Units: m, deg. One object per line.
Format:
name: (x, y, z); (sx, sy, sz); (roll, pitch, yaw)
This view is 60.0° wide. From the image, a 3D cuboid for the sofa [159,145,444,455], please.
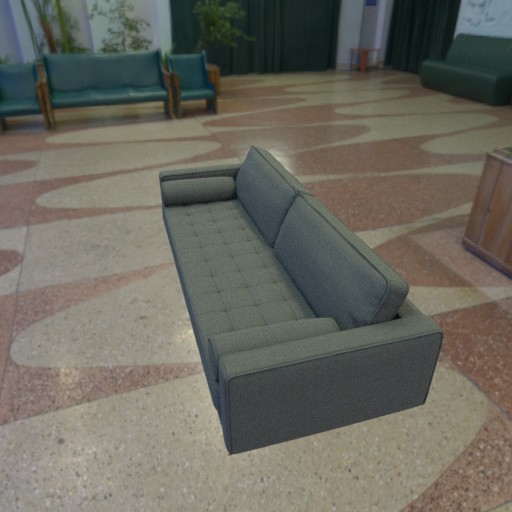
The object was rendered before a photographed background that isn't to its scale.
sofa: (0.000, 0.000, 2.621); (0.914, 0.762, 2.198); (-9, 31, -14)
